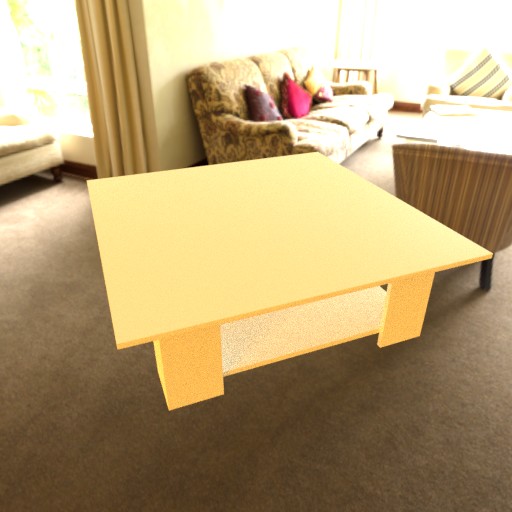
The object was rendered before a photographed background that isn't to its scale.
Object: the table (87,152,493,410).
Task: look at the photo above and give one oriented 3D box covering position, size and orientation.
[{"bbox_3d":[0.000,0.000,1.372,0.890,0.305,0.890,-11,32,-19],"label":"table"}]
